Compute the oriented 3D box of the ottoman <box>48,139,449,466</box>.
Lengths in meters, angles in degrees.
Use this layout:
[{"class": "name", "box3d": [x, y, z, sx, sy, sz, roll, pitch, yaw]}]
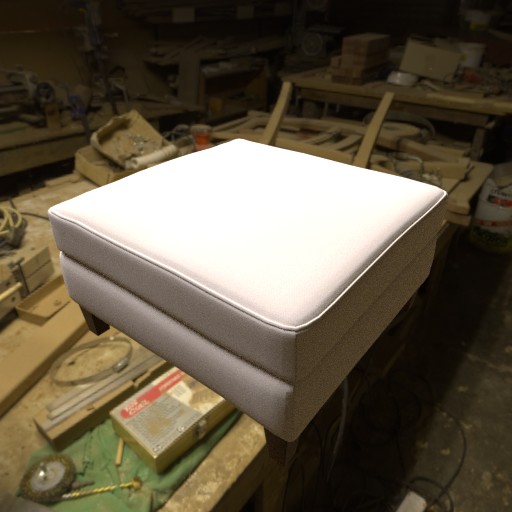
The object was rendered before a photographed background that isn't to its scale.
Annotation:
[{"class": "ottoman", "box3d": [0.000, 0.000, 1.348, 0.838, 0.479, 0.838, 22, 38, 32]}]
